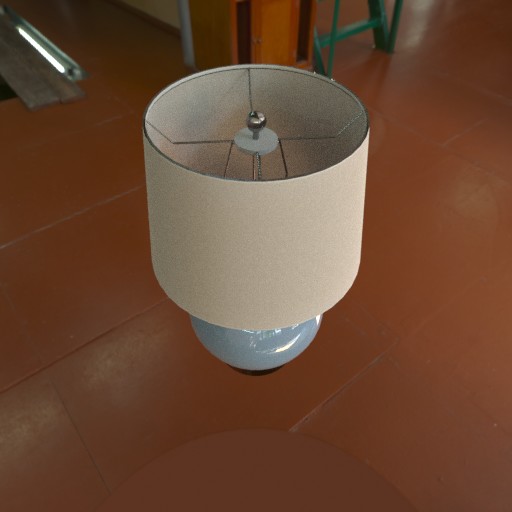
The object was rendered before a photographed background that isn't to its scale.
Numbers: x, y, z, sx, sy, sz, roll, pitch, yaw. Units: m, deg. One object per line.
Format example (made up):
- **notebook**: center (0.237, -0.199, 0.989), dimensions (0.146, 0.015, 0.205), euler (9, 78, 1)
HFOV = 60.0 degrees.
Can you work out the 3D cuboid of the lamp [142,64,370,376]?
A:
- **lamp**: center (0.000, 0.000, 0.547), dimensions (0.247, 0.387, 0.247), euler (0, 47, 0)
